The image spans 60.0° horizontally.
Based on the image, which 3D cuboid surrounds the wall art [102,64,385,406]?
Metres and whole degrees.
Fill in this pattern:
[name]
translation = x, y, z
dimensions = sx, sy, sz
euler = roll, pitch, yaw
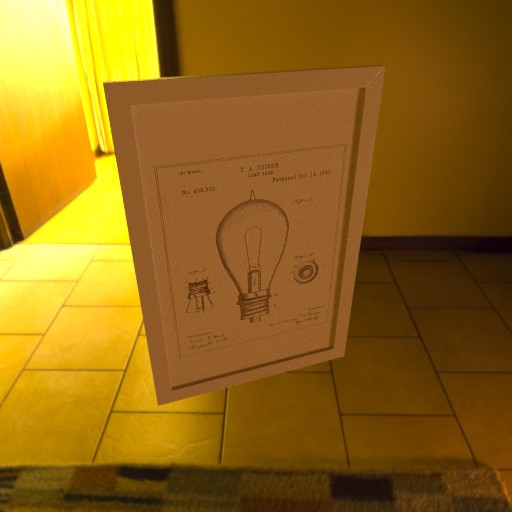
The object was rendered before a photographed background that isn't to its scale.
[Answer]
[wall art]
translation = 0.000, 0.000, 0.613
dimensions = 0.325, 0.474, 0.010
euler = -10, 33, -16
